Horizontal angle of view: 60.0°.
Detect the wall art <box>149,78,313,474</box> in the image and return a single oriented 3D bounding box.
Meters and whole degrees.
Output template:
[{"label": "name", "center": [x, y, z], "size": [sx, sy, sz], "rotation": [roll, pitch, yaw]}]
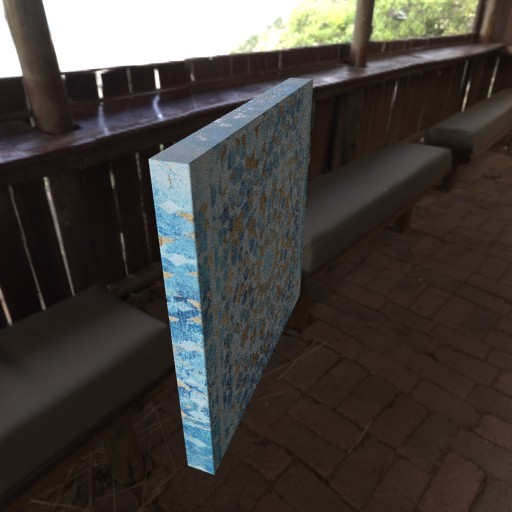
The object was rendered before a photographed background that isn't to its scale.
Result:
[{"label": "wall art", "center": [0.000, 0.000, 0.620], "size": [0.037, 0.405, 0.405], "rotation": [11, 33, 17]}]
